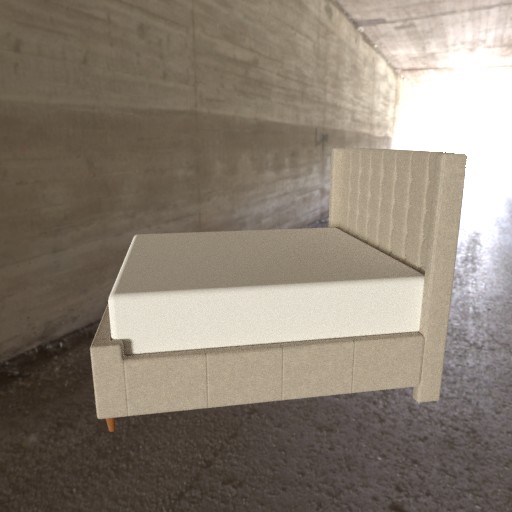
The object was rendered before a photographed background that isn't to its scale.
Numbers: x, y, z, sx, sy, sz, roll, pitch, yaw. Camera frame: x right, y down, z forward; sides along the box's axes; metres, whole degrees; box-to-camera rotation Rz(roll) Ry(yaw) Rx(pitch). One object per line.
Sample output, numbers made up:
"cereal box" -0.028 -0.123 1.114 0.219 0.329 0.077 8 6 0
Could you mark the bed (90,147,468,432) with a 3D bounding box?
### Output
"bed" 0.000 0.000 3.735 2.370 1.743 2.045 -3 15 -10
